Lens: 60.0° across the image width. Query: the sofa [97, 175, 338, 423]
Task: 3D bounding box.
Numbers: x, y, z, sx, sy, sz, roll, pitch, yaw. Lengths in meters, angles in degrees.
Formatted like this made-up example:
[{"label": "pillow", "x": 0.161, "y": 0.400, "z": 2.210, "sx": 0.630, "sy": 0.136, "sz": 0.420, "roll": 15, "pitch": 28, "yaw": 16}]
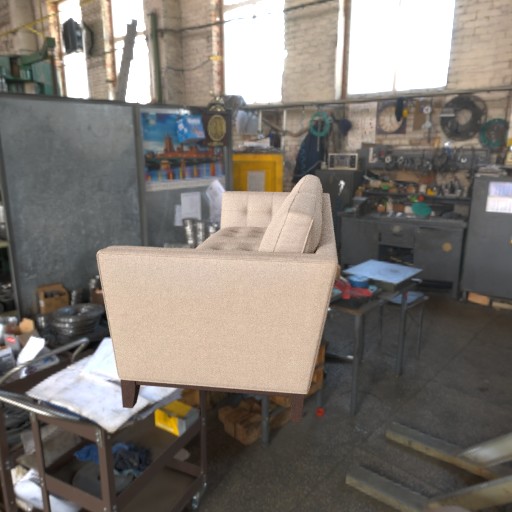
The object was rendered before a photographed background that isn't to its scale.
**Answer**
[{"label": "sofa", "x": 0.000, "y": 0.000, "z": 2.920, "sx": 0.965, "sy": 0.940, "sz": 2.388, "roll": 2, "pitch": 14, "yaw": 8}]
